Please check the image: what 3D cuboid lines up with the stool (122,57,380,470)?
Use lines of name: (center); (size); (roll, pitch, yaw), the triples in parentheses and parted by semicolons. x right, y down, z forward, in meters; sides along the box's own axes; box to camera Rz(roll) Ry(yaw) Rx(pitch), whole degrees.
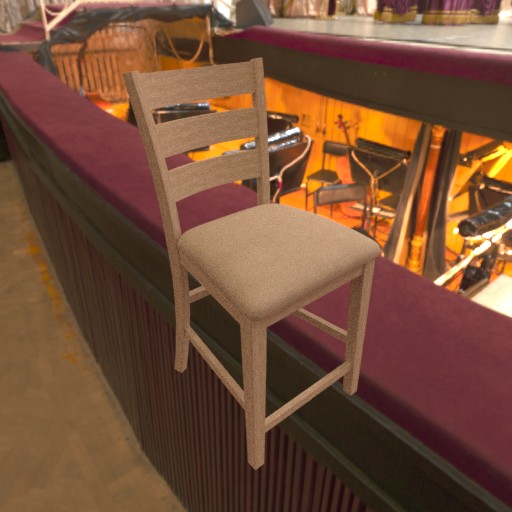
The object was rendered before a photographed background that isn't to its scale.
stool: (0.000, 0.000, 1.336); (0.484, 1.032, 0.569); (-23, 38, -34)
